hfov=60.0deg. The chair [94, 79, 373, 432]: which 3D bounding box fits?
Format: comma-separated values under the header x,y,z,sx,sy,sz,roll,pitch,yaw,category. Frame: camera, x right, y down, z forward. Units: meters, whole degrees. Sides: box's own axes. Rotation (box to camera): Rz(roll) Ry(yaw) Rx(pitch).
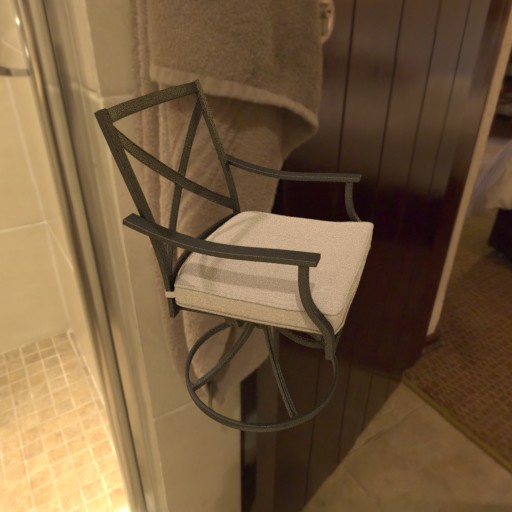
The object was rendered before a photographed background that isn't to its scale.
x,y,z,sx,sy,sz,roll,pitch,yaw,category
0.000,0.000,1.312,0.620,0.889,0.575,11,32,18,chair
